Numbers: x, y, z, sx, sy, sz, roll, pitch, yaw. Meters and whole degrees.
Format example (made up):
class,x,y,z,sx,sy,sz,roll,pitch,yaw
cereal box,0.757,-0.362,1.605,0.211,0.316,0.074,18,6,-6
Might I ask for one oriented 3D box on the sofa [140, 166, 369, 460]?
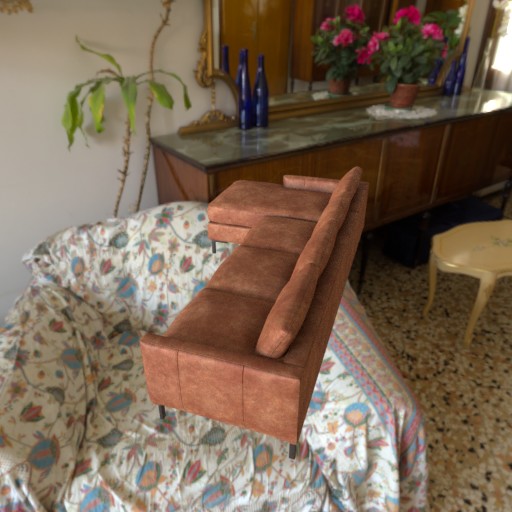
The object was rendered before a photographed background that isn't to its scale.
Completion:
class,x,y,z,sx,sy,sz,roll,pitch,yaw
sofa,0.000,0.000,3.653,1.471,0.859,2.993,9,30,16
